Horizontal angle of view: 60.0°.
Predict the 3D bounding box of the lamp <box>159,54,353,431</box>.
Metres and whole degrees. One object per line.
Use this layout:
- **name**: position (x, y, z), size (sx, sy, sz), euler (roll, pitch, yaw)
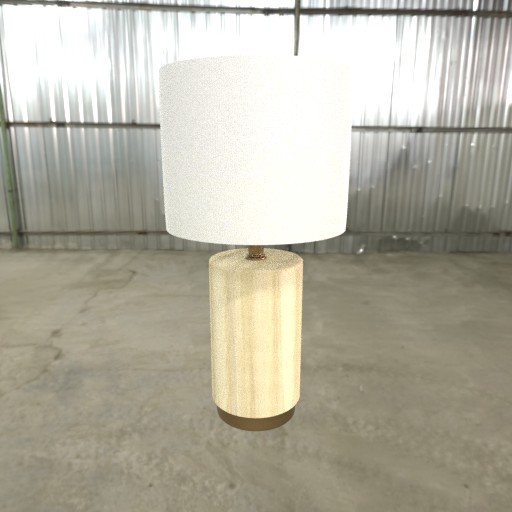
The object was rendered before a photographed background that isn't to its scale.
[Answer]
- **lamp**: position (0.000, 0.000, 0.578), size (0.228, 0.444, 0.228), euler (7, 16, 27)
